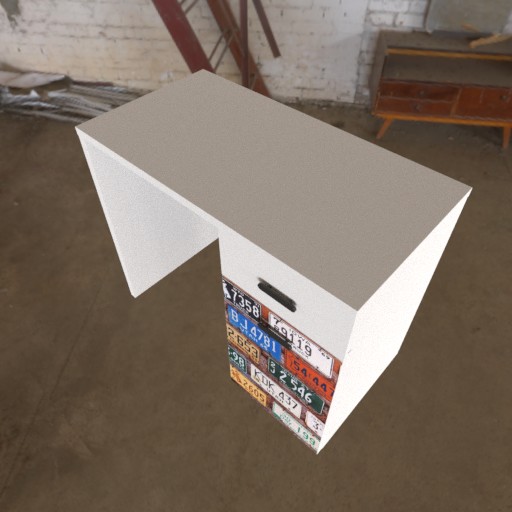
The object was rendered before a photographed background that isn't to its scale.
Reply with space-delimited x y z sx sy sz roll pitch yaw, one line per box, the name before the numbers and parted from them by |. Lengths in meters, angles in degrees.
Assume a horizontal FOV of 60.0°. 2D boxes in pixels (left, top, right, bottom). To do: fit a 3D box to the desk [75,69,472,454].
desk | 0.000 0.000 1.363 0.898 0.730 0.482 34 56 27
